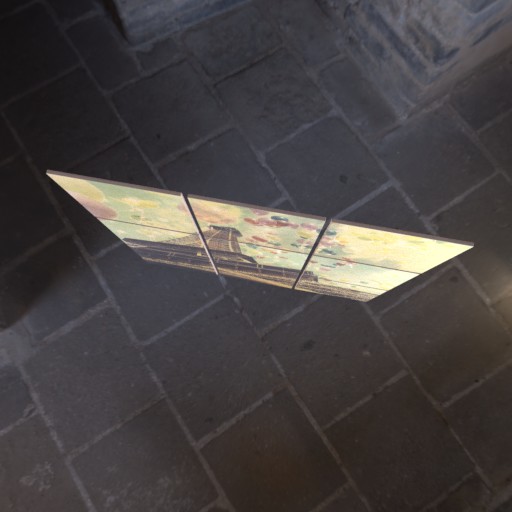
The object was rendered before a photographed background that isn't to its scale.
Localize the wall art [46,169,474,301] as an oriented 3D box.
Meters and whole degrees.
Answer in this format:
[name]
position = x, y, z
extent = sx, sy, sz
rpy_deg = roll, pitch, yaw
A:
[wall art]
position = 0.000, 0.000, 1.838
extent = 1.219, 1.218, 0.013
rpy_deg = 10, 77, 2
